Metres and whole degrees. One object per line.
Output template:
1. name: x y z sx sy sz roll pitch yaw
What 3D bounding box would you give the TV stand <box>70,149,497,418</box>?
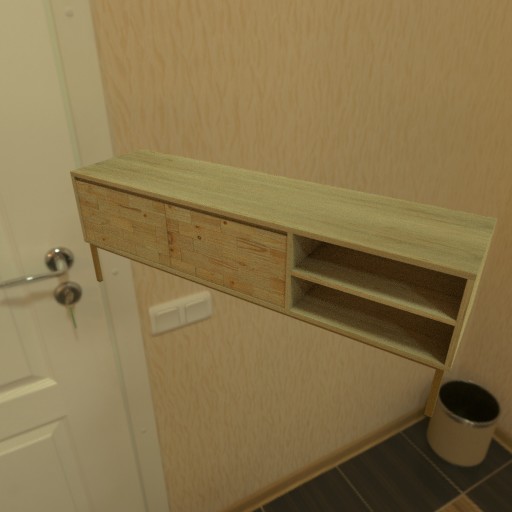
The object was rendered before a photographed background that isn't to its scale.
1. TV stand: 0.000 0.000 1.798 1.600 0.550 0.420 17 33 28
